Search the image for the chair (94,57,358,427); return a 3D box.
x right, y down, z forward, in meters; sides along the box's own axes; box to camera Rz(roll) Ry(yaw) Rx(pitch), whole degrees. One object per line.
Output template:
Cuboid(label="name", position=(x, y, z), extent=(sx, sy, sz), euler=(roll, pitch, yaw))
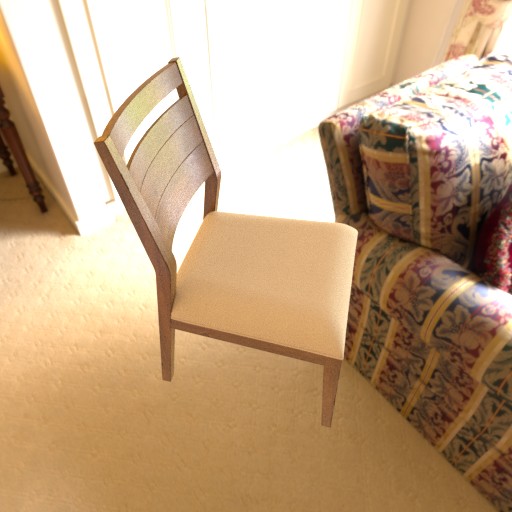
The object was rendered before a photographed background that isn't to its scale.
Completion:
Cuboid(label="chair", position=(0.000, 0.000, 1.302), extent=(0.610, 0.939, 0.497), euler=(10, 46, 9))
